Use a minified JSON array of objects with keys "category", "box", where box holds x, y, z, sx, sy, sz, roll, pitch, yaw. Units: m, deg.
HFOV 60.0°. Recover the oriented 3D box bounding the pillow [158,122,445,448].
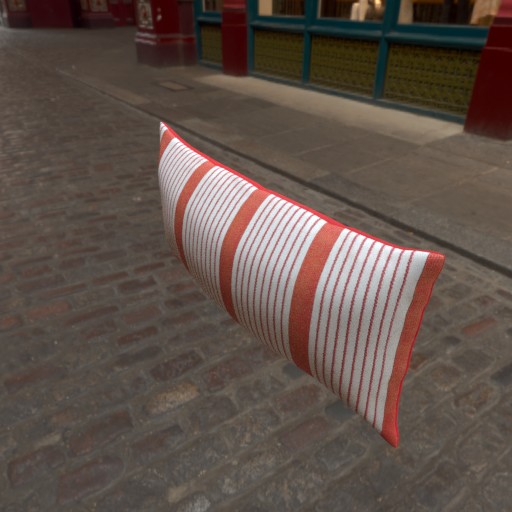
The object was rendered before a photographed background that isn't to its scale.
[{"category":"pillow","box":[0.000,0.000,0.709,0.151,0.297,0.608,-22,37,-31]}]
